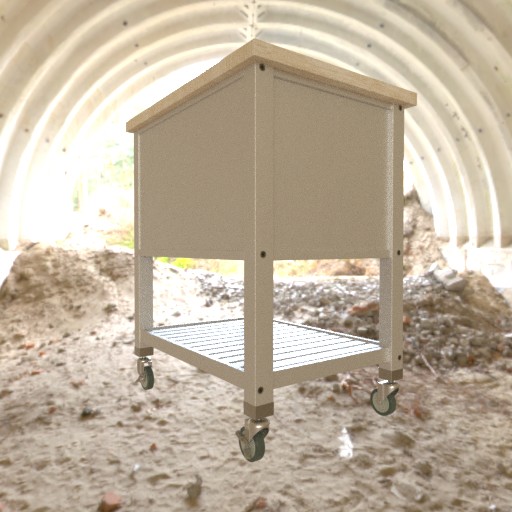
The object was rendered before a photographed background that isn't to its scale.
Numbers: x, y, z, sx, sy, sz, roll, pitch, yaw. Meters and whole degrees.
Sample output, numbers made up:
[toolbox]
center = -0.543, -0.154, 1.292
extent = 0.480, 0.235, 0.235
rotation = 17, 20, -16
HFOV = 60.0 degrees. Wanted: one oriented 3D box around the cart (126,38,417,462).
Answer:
[cart]
center = 0.000, 0.000, 1.390
extent = 0.559, 0.914, 0.762
rotation = -1, 1, -36
